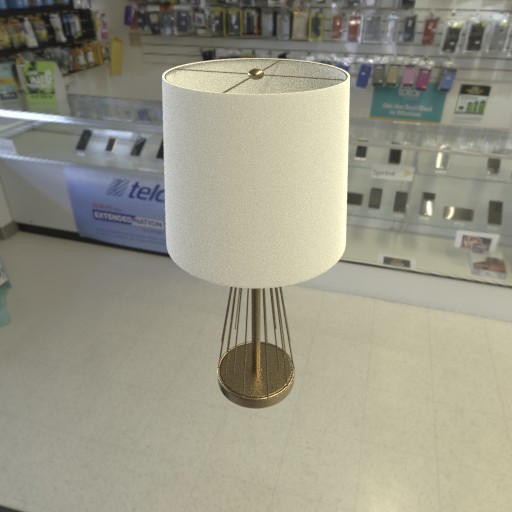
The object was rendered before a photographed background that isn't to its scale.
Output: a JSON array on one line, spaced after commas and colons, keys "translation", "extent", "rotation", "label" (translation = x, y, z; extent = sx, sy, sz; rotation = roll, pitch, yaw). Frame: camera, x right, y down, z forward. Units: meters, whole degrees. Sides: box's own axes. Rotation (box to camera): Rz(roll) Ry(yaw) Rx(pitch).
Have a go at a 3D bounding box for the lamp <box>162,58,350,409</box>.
[{"translation": [0.000, 0.000, 0.782], "extent": [0.303, 0.618, 0.303], "rotation": [0, 33, 0], "label": "lamp"}]
